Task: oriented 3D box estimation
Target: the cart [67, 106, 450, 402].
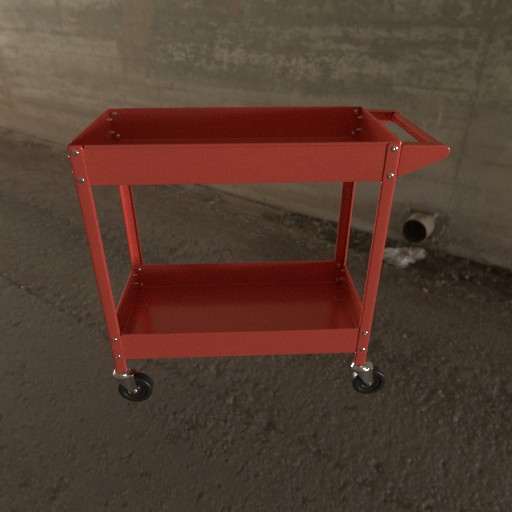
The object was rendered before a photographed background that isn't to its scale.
[{"bbox_3d":[0.000,0.000,1.209,0.779,0.719,0.366,-1,30,-2],"label":"cart"}]
